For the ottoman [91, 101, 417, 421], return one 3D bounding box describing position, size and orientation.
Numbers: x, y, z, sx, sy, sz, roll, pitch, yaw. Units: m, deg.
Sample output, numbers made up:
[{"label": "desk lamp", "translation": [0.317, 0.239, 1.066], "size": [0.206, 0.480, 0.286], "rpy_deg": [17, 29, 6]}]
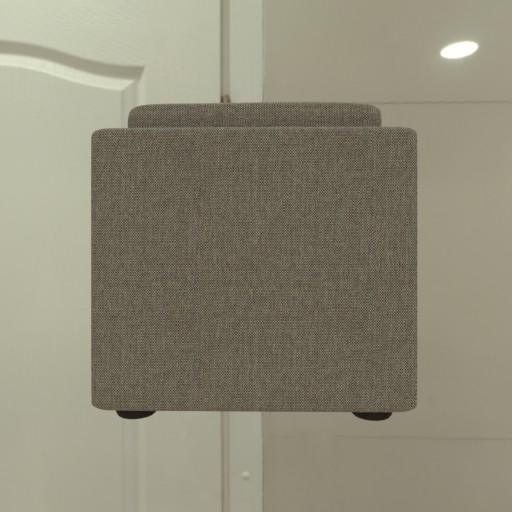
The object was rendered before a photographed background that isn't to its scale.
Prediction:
[{"label": "ottoman", "translation": [0.000, 0.000, 0.819], "size": [0.450, 0.460, 0.450], "rpy_deg": [0, 0, 1]}]
